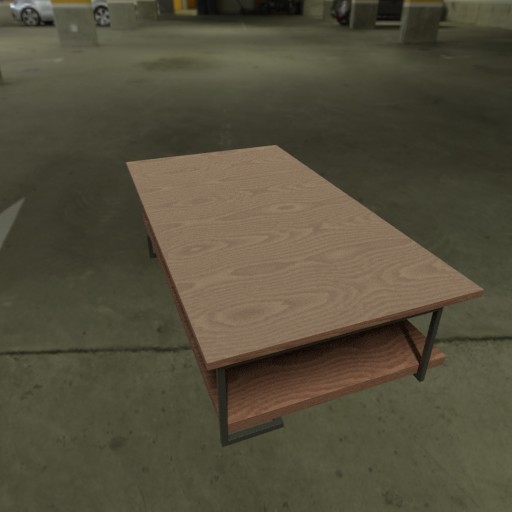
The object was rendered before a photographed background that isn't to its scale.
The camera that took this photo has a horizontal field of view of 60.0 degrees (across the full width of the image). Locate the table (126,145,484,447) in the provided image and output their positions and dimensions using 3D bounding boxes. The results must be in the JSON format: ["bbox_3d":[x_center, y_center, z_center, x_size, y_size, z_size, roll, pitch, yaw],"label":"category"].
[{"bbox_3d":[0.000,0.000,1.475,0.651,0.347,1.197,-11,32,-18],"label":"table"}]
